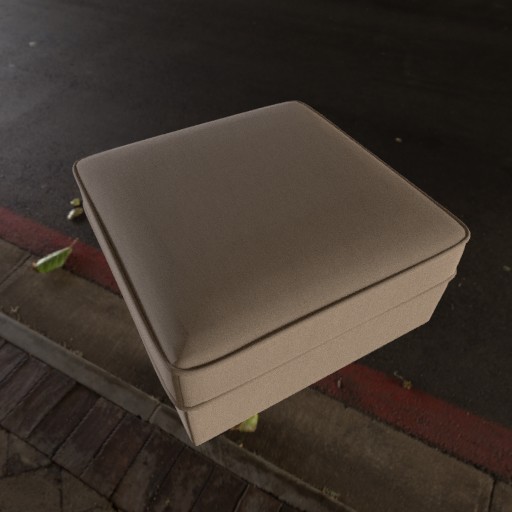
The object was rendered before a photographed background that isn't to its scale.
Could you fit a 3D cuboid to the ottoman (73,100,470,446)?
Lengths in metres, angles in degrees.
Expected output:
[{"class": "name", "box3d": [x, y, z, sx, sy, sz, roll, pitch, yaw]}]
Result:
[{"class": "ottoman", "box3d": [0.000, 0.000, 1.013, 0.613, 0.438, 0.616, -22, 50, -20]}]
